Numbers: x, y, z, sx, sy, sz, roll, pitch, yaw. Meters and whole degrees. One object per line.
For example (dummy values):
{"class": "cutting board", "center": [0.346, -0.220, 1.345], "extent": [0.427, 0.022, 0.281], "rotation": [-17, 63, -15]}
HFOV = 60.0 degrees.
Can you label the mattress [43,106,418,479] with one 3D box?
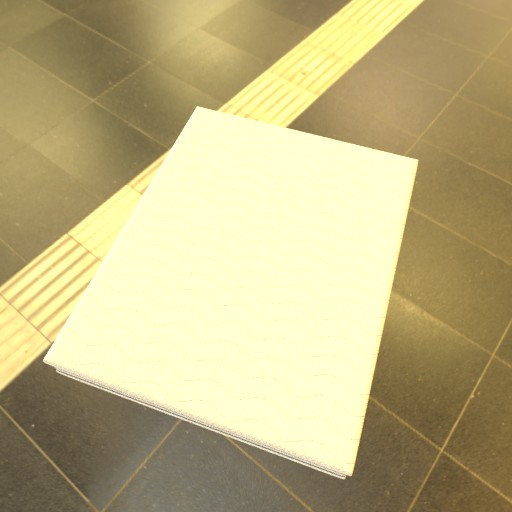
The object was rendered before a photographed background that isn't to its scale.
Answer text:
{"class": "mattress", "center": [0.000, 0.000, 2.682], "extent": [1.600, 0.230, 2.000], "rotation": [17, 60, 10]}
